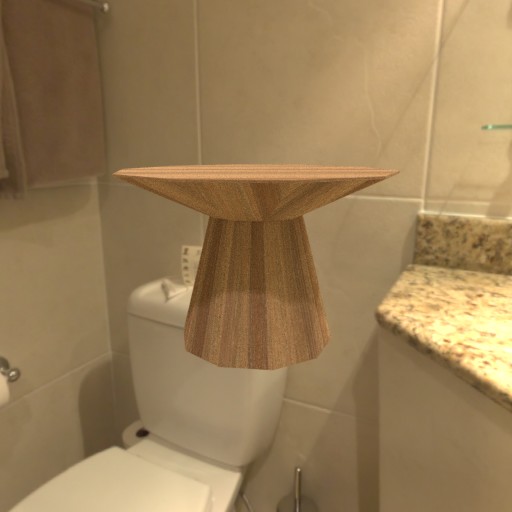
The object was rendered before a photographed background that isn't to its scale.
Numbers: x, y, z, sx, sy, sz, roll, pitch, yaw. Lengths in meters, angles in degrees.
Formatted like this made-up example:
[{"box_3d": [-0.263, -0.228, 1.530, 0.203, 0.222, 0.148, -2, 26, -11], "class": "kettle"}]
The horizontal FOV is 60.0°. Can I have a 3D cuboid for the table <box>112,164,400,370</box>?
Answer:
[{"box_3d": [0.000, 0.000, 1.971, 1.186, 0.752, 1.186, 0, 14, 0], "class": "table"}]
